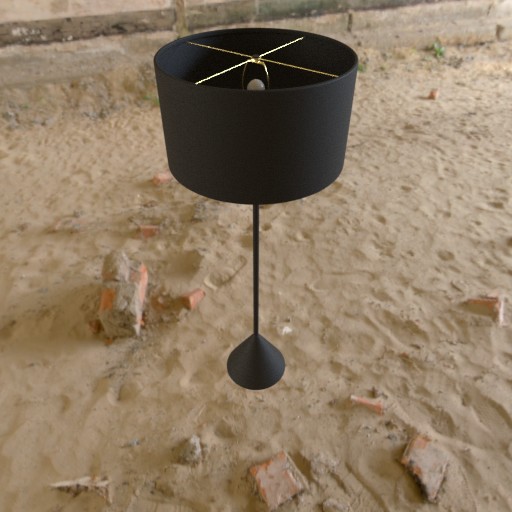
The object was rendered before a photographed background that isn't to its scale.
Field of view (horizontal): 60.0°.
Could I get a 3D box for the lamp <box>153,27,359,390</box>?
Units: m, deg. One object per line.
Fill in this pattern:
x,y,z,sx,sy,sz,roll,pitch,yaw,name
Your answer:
0.000,0.000,1.765,0.580,1.526,0.580,25,47,27,lamp
